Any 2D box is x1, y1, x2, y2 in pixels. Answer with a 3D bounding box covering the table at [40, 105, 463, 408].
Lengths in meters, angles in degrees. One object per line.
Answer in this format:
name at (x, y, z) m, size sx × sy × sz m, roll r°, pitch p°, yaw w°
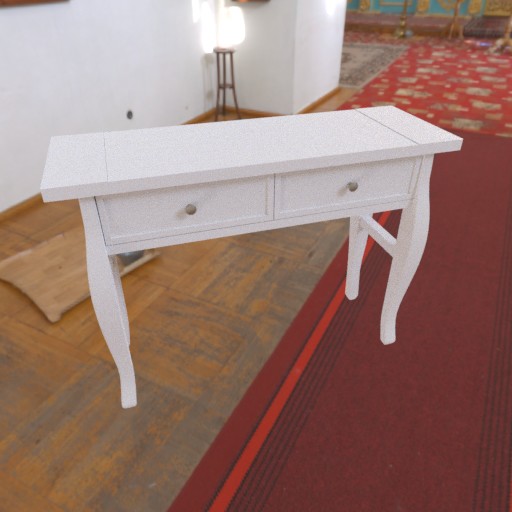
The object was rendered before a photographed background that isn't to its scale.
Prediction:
table at (0.000, 0.000, 1.415) m, size 1.062 × 0.768 × 0.373 m, roll -10°, pitch 35°, yaw -15°
